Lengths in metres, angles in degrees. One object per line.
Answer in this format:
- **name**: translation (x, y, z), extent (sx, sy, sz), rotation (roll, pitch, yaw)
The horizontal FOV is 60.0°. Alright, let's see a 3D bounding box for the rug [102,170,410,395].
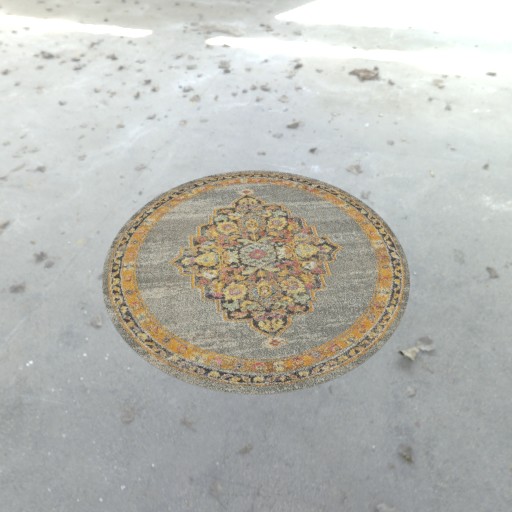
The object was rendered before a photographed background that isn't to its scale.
- **rug**: translation (0.000, 0.000, 3.526), extent (2.382, 0.014, 2.382), rotation (0, 45, 0)
